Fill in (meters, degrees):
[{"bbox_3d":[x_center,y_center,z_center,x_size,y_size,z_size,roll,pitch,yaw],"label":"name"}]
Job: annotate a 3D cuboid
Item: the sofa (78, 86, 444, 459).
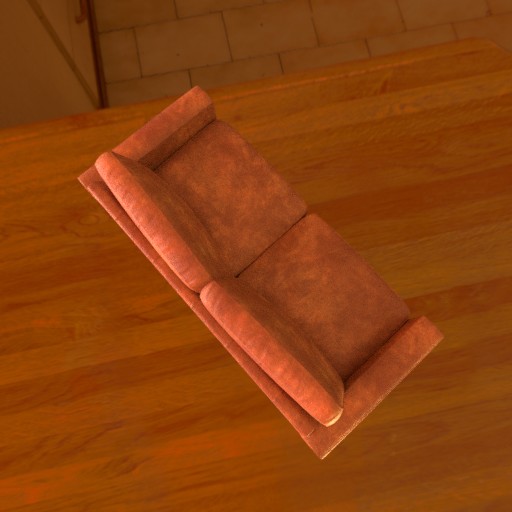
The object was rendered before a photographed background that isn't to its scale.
[{"bbox_3d":[0.000,0.000,2.737,1.016,0.873,2.179,-41,80,-9],"label":"sofa"}]
